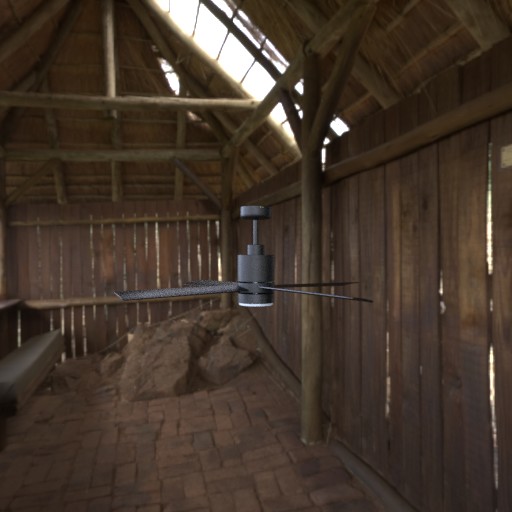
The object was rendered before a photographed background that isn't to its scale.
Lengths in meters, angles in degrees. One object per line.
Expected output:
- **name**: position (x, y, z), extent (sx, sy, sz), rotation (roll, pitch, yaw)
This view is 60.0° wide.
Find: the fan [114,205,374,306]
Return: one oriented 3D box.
- **fan**: position (0.000, 0.000, 2.432), extent (1.525, 0.534, 1.525), rotation (0, 0, -35)
